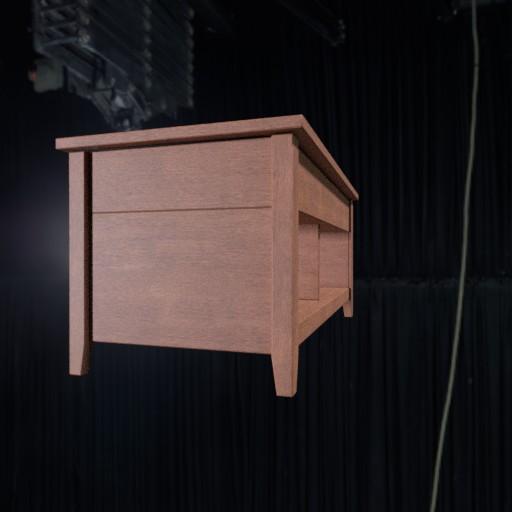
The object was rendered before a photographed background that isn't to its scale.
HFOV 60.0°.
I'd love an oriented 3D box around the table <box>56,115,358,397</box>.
[{"bbox_3d":[0.000,0.000,1.263,0.483,0.457,1.016,0,0,18],"label":"table"}]
